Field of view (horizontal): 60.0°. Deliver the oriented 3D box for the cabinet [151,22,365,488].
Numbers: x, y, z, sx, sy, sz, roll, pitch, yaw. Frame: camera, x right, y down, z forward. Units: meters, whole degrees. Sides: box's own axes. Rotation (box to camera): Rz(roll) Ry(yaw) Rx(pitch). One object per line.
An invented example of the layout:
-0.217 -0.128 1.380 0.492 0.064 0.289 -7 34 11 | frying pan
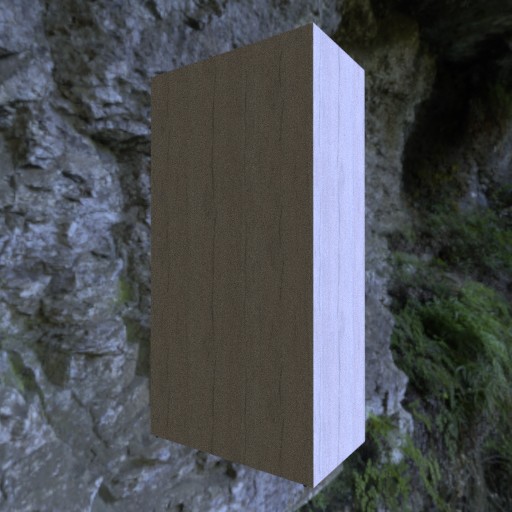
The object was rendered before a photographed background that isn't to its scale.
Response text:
0.000 0.000 2.347 0.980 1.930 0.580 0 0 35 | cabinet
